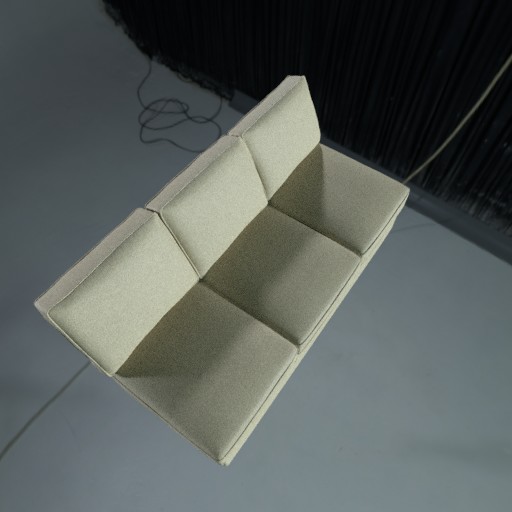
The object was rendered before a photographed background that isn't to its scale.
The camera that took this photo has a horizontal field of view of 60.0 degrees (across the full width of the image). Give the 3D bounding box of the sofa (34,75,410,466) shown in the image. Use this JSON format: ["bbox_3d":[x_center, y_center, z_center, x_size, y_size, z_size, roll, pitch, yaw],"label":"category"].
[{"bbox_3d":[0.000,0.000,2.497,1.027,0.973,1.962,31,63,18],"label":"sofa"}]
